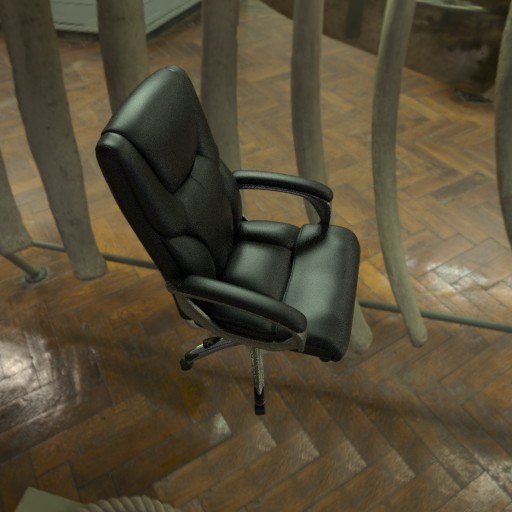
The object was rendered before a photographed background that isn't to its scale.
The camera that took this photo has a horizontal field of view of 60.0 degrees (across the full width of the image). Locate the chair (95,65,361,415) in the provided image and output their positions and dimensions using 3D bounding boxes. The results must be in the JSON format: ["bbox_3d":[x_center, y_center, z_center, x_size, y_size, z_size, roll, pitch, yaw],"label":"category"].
[{"bbox_3d":[0.000,0.000,1.574,0.739,1.155,0.663,10,48,10],"label":"chair"}]
